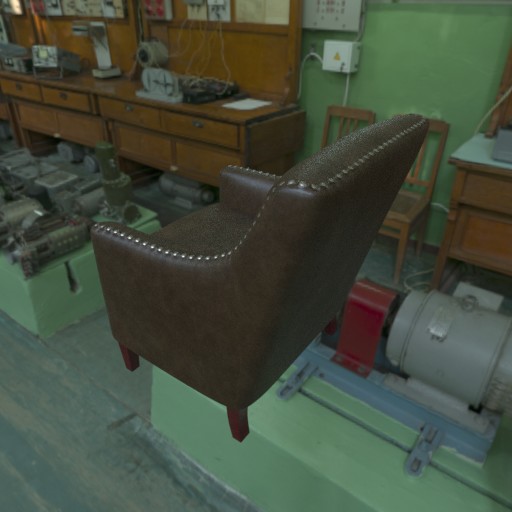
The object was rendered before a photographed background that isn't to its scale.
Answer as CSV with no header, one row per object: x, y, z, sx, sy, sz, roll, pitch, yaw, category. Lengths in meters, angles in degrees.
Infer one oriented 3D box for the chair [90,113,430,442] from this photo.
0.000,0.000,1.305,0.704,0.813,0.639,20,36,30,chair
